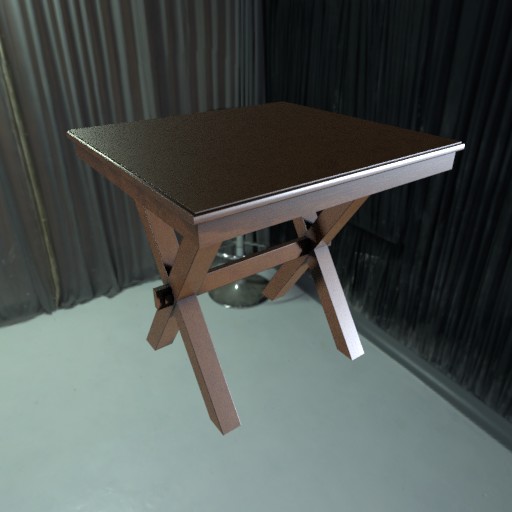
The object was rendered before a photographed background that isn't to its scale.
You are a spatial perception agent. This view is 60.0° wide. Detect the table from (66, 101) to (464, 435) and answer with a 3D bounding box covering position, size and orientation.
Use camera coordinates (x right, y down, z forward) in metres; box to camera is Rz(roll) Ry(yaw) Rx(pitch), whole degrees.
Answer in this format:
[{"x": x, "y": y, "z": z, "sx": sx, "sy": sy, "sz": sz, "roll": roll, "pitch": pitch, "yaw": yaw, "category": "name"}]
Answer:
[{"x": 0.000, "y": 0.000, "z": 1.042, "sx": 0.602, "sy": 0.562, "sz": 0.560, "roll": -19, "pitch": 34, "yaw": -31, "category": "table"}]
